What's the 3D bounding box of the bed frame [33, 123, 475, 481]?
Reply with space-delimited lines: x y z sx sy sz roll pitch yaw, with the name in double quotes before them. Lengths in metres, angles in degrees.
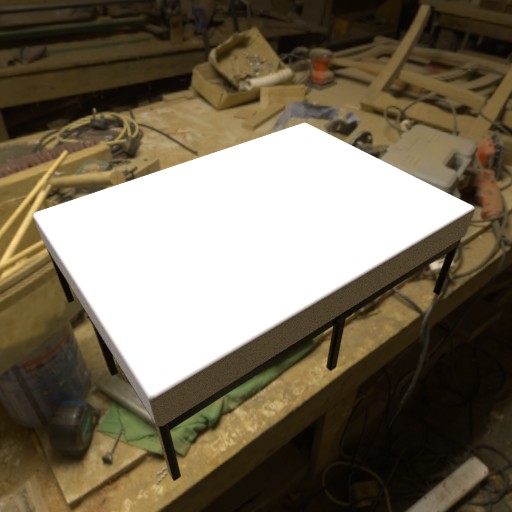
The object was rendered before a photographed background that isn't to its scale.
"bed frame" 0.000 0.000 2.598 1.956 0.659 1.408 -26 47 -27
